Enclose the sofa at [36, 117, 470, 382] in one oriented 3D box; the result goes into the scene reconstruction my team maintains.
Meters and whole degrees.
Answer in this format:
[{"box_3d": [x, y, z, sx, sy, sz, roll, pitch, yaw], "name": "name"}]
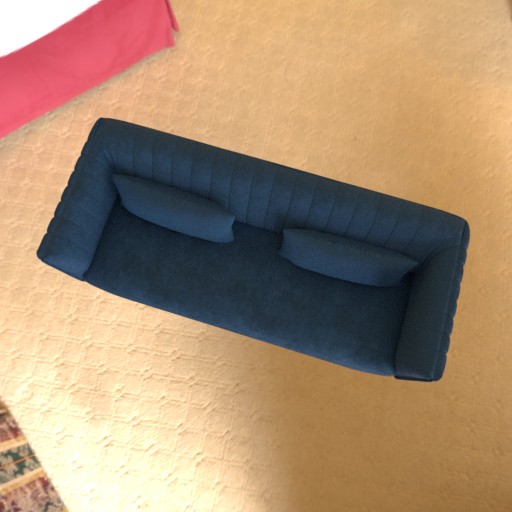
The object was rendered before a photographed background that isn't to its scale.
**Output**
[{"box_3d": [0.000, 0.000, 2.587, 2.136, 0.793, 0.896, 17, 77, 4], "name": "sofa"}]
